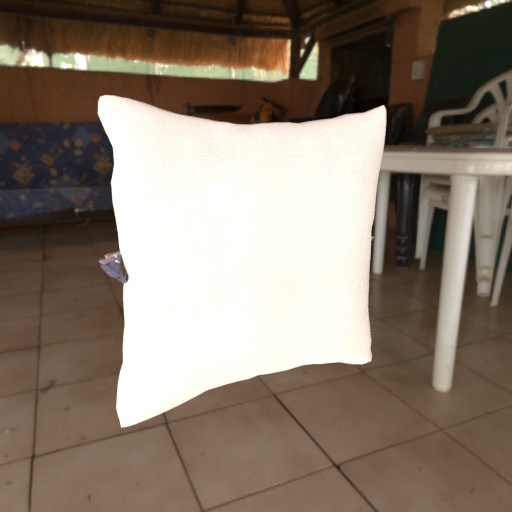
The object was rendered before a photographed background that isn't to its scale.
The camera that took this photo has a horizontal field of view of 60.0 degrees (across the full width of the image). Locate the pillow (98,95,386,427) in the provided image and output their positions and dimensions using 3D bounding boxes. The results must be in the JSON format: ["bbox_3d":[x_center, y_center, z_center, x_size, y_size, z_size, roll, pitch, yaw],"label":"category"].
[{"bbox_3d":[0.000,0.000,0.729,0.489,0.481,0.165,-7,17,-24],"label":"pillow"}]
